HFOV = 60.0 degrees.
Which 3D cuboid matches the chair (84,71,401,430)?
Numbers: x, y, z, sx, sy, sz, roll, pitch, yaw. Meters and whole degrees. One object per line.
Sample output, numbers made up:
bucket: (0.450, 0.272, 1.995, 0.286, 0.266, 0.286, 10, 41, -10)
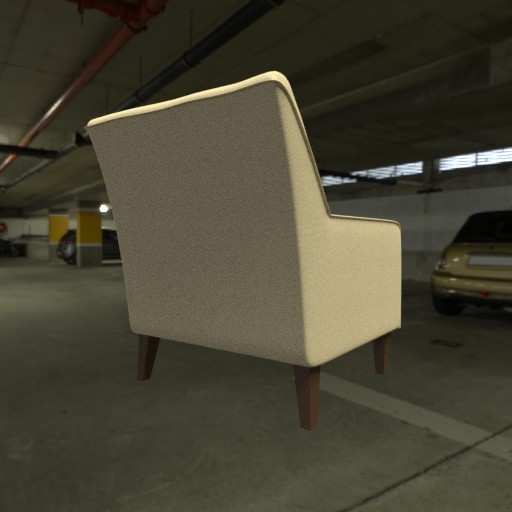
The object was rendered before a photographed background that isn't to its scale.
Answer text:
chair: (0.000, 0.000, 1.602, 0.780, 0.919, 0.899, 2, 3, 36)
